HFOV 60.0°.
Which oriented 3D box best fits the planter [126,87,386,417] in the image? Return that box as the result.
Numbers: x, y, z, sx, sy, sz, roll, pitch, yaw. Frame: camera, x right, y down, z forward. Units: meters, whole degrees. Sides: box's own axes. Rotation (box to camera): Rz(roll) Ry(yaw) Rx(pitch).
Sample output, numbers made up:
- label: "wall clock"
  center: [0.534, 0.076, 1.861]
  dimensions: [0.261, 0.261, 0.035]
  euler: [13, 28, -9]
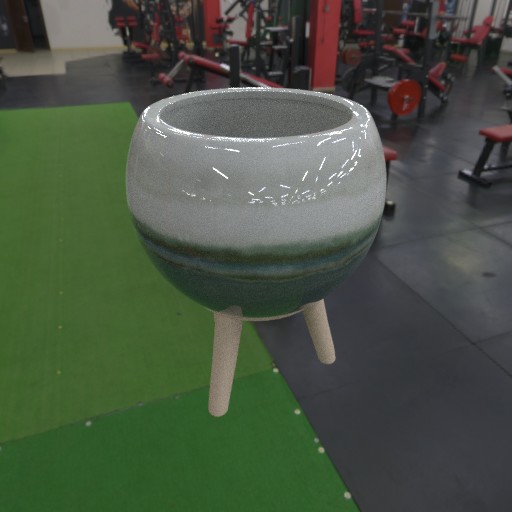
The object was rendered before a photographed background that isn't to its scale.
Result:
- label: "planter"
  center: [0.000, 0.000, 0.429]
  dimensions: [0.222, 0.278, 0.222]
  euler: [0, 31, 0]
